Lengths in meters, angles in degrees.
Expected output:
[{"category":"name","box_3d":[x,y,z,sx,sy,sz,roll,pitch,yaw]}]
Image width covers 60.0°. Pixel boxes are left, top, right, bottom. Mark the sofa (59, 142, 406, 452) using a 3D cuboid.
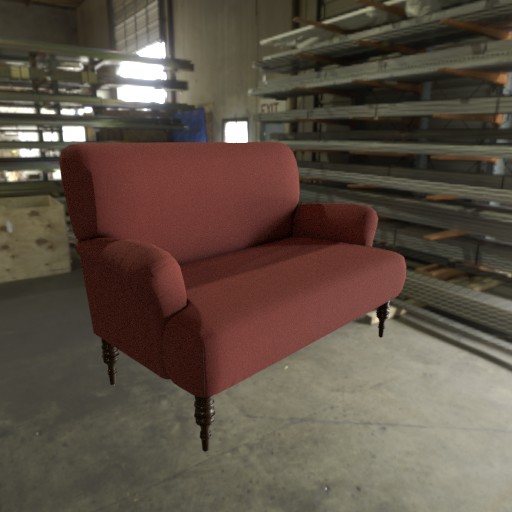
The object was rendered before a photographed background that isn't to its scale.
[{"category":"sofa","box_3d":[0.000,0.000,1.795,0.779,0.889,1.297,13,20,41]}]
